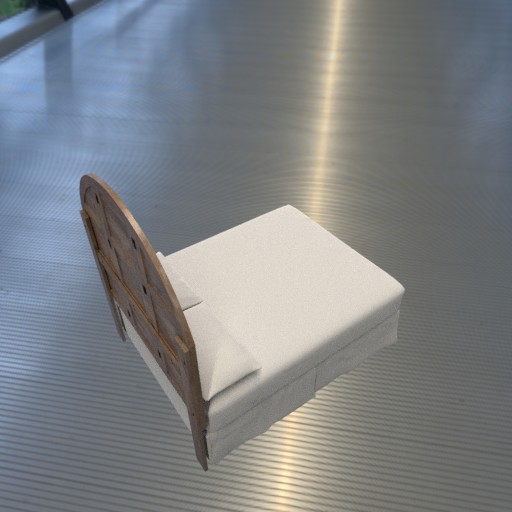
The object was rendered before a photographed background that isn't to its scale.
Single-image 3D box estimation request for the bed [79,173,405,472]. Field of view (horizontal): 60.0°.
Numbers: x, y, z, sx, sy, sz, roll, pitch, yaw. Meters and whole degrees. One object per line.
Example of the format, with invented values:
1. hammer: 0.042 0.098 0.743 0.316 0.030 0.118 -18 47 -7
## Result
1. bed: 0.000 0.000 3.574 2.112 2.002 1.713 -26 47 -26
